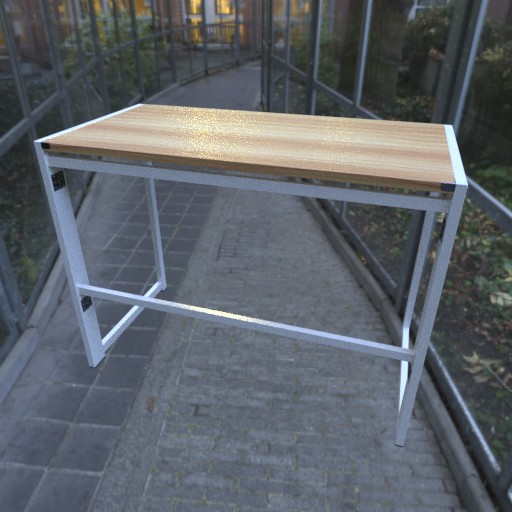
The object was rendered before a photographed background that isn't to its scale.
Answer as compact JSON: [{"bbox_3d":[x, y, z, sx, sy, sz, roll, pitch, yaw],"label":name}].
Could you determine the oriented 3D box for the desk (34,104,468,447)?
[{"bbox_3d":[0.000,0.000,1.376,1.016,0.762,0.508,9,31,15],"label":"desk"}]
